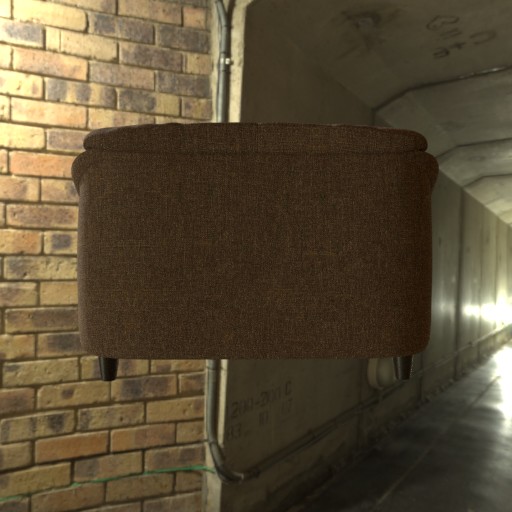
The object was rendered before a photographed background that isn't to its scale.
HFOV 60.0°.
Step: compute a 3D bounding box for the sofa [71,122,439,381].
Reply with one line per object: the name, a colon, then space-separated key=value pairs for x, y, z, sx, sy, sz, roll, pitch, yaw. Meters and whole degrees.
sofa: x=0.000 y=0.000 z=1.857 sx=1.404 sy=0.895 sz=0.799 roll=0 pitch=-1 yaw=-1
